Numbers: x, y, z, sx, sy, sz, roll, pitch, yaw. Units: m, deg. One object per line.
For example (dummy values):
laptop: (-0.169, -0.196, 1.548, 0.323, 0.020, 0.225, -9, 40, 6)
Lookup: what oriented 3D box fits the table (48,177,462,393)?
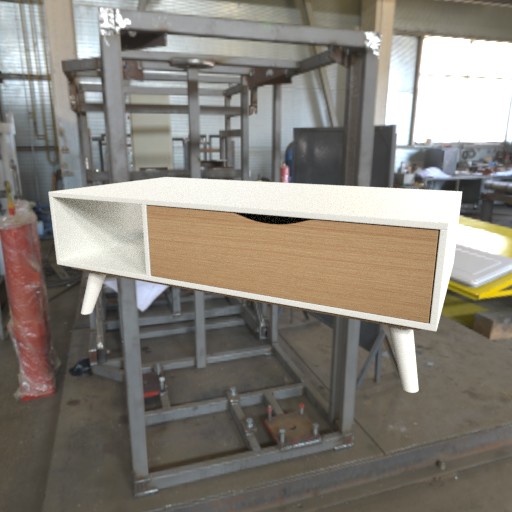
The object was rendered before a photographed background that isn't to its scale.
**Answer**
table: (0.000, 0.000, 1.491, 1.194, 0.432, 0.609, 7, 17, 26)
